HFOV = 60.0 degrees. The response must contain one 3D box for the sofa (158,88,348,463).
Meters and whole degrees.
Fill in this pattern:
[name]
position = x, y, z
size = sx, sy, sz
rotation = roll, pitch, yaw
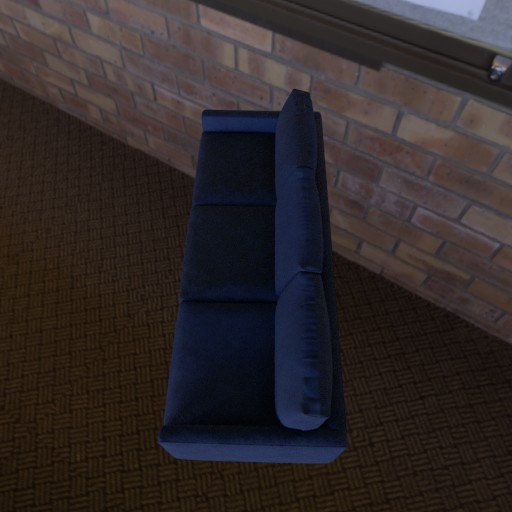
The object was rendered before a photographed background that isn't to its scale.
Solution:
[sofa]
position = 0.000, 0.000, 2.707
size = 0.875, 0.879, 2.252
rotation = 1, 58, 1
